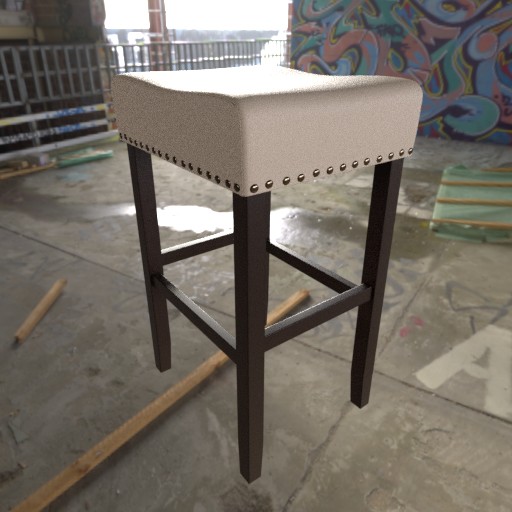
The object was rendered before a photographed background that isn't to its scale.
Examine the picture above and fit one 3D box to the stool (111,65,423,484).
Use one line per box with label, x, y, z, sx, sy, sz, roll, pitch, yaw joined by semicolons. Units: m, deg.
stool;0.000;0.000;1.002;0.401;0.762;0.471;-19;33;-32
